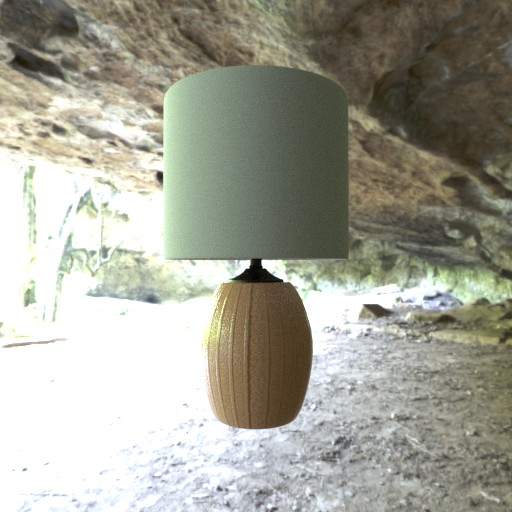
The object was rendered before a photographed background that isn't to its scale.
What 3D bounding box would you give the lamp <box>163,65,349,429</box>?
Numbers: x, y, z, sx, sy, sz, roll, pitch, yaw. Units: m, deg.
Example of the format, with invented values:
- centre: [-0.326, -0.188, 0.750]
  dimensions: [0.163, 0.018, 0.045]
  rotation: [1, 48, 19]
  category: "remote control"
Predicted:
- centre: [0.000, 0.000, 0.800]
  dimensions: [0.329, 0.570, 0.329]
  rotation: [0, -1, 0]
  category: "lamp"
